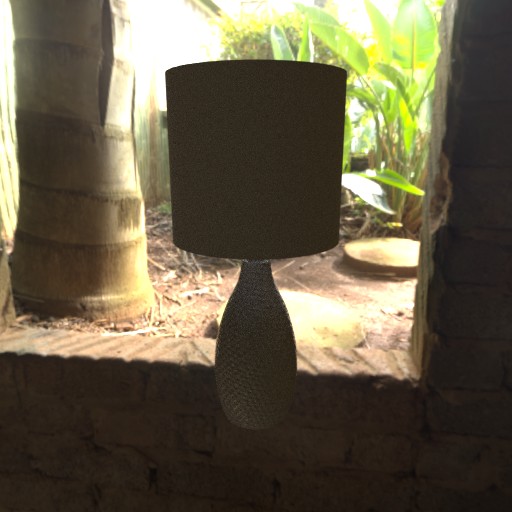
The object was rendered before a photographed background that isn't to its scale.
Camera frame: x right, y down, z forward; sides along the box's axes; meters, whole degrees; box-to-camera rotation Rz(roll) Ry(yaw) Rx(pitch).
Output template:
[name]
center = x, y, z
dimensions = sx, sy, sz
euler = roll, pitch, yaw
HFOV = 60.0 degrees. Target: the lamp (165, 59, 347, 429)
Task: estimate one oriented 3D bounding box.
[lamp]
center = 0.000, 0.000, 0.589
dimensions = 0.214, 0.466, 0.214
euler = -7, 16, -26
